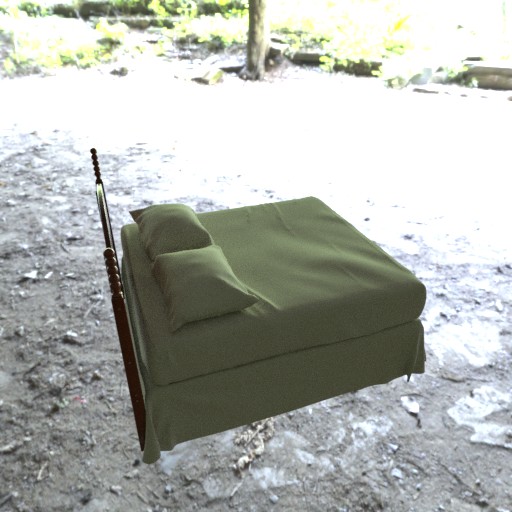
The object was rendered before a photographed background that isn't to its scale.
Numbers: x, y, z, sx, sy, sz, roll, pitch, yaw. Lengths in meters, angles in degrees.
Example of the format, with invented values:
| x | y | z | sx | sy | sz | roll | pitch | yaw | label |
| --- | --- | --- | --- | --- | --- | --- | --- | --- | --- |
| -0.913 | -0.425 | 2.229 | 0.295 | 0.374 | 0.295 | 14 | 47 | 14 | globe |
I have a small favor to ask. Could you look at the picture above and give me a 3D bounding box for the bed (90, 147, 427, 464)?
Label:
| x | y | z | sx | sy | sz | roll | pitch | yaw | label |
| --- | --- | --- | --- | --- | --- | --- | --- | --- | --- |
| 0.000 | 0.000 | 3.235 | 2.040 | 1.356 | 1.873 | -10 | 32 | -17 | bed |
